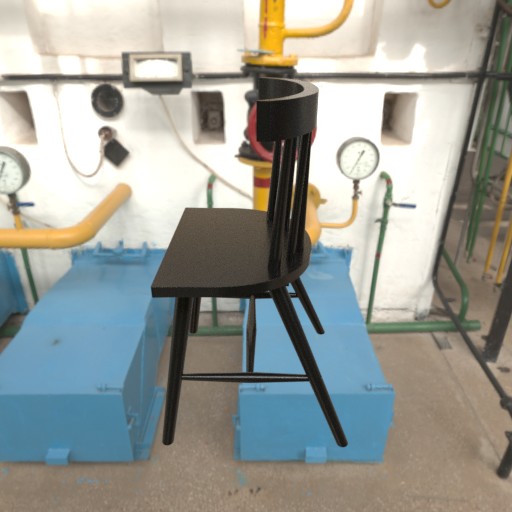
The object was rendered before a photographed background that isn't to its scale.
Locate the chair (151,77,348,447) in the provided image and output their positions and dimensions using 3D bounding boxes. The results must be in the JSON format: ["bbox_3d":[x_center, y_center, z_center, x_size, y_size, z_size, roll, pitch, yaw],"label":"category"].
[{"bbox_3d":[0.000,0.000,1.176,0.483,0.844,0.506,0,27,1],"label":"chair"}]
